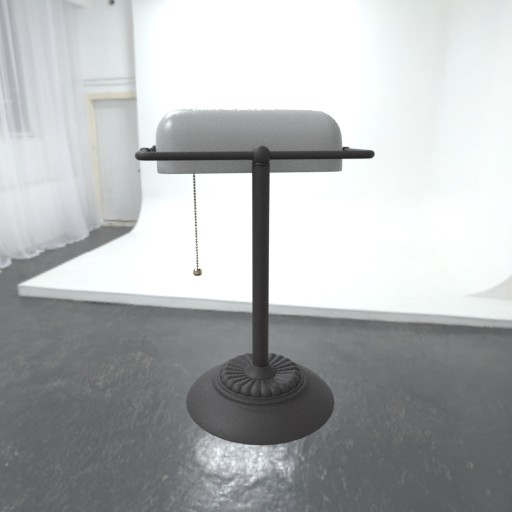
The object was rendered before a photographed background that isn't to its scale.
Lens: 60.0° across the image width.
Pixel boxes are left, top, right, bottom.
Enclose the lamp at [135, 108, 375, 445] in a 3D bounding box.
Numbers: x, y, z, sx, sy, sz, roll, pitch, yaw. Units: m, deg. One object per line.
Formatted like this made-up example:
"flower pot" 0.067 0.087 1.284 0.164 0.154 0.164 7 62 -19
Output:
"lamp" 0.000 0.000 0.528 0.264 0.339 0.243 -2 16 -9
